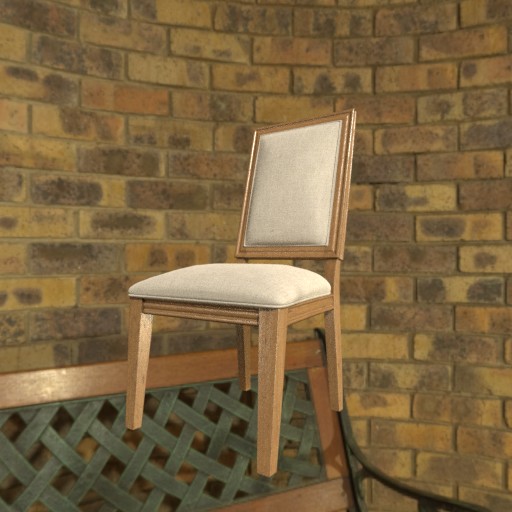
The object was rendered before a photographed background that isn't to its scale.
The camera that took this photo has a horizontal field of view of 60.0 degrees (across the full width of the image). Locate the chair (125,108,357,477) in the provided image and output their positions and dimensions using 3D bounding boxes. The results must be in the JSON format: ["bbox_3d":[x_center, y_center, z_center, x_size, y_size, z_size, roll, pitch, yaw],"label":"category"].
[{"bbox_3d":[0.000,0.000,1.378,0.536,0.988,0.601,0,0,35],"label":"chair"}]
